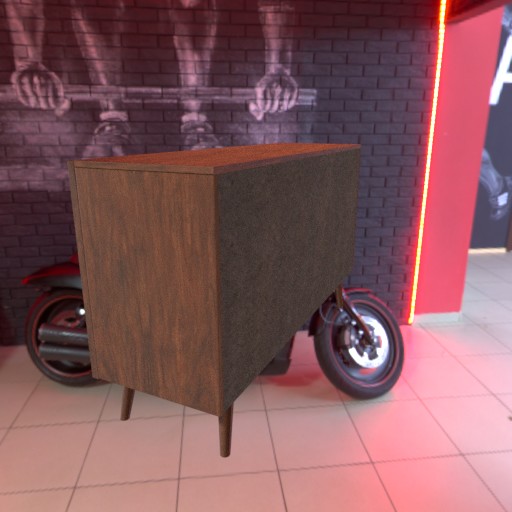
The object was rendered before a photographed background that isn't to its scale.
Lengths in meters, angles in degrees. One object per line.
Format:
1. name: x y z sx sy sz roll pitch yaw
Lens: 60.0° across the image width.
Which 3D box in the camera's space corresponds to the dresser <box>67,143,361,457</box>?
1. dresser: 0.000 0.000 1.906 0.500 0.889 1.472 8 18 25
